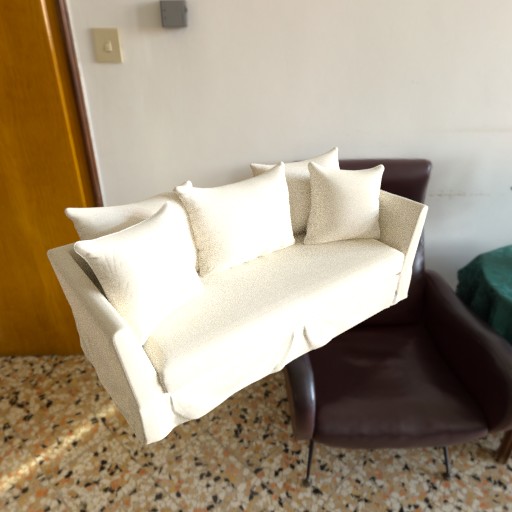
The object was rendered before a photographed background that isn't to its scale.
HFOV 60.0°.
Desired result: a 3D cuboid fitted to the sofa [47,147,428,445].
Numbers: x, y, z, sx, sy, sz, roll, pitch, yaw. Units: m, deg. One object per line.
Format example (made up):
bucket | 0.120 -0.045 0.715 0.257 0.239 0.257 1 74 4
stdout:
sofa | 0.000 0.000 2.909 2.290 1.034 1.031 -21 35 -32
